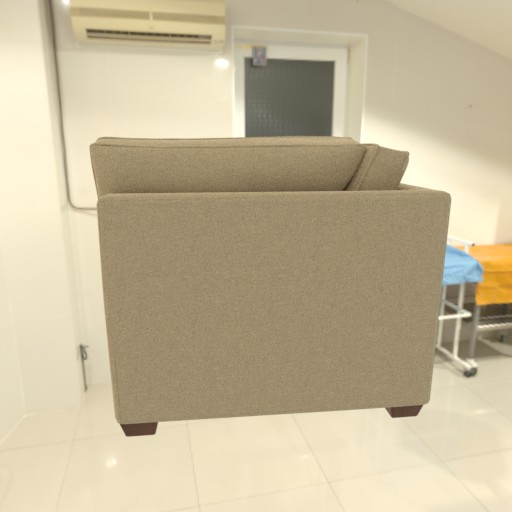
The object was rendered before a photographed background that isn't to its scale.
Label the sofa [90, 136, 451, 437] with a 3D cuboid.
[{"bbox_3d":[0.000,0.000,1.937,1.146,1.002,1.084,-2,14,-6],"label":"sofa"}]
